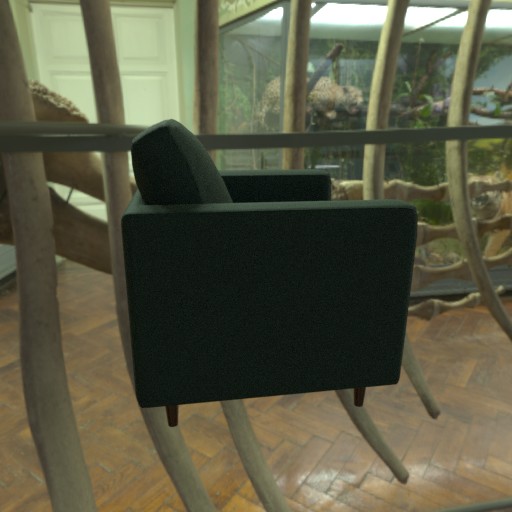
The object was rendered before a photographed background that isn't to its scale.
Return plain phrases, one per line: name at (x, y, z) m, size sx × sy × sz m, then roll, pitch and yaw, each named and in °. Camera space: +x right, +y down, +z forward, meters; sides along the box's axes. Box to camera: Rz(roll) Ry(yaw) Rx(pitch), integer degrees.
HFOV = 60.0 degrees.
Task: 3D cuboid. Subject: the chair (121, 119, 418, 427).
chair at (0.000, 0.000, 1.568) m, size 0.800 × 0.927 × 0.855 m, roll -3°, pitch 18°, yaw -9°
